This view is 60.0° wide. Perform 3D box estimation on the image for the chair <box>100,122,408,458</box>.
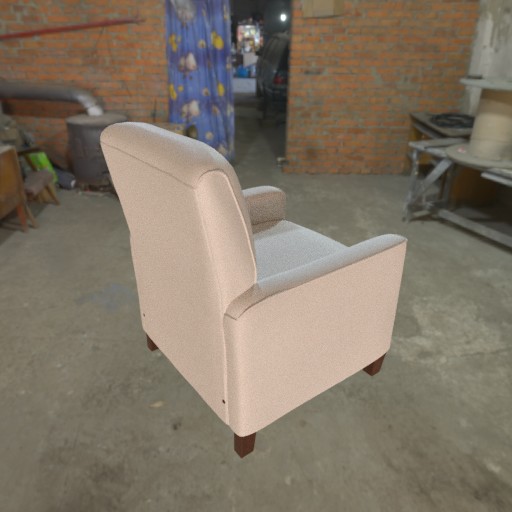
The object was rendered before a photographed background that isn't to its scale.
[{"bbox_3d":[0.000,0.000,1.714,0.858,1.028,0.841,-19,32,-33],"label":"chair"}]
